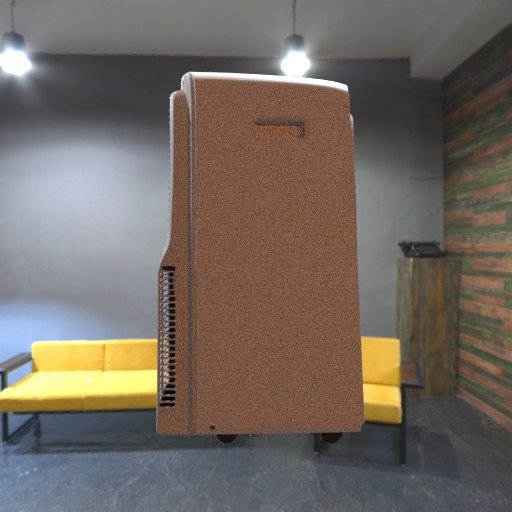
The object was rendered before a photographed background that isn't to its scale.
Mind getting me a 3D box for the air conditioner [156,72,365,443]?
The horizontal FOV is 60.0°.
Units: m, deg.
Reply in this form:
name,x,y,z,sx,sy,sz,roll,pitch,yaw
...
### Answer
name,x,y,z,sx,sy,sz,roll,pitch,yaw
air conditioner,0.000,0.000,1.092,0.467,0.765,0.478,0,1,0
